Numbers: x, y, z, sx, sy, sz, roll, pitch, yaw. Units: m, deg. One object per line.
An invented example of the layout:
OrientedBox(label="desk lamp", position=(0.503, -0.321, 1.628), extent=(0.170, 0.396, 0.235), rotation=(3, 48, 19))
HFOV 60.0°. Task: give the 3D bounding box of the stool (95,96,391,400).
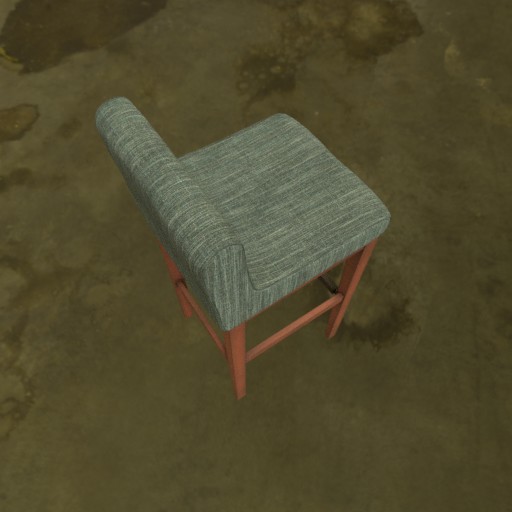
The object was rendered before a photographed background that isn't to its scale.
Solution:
OrientedBox(label="stool", position=(0.000, 0.000, 1.228), extent=(0.499, 0.965, 0.426), rotation=(-30, 62, -17))
